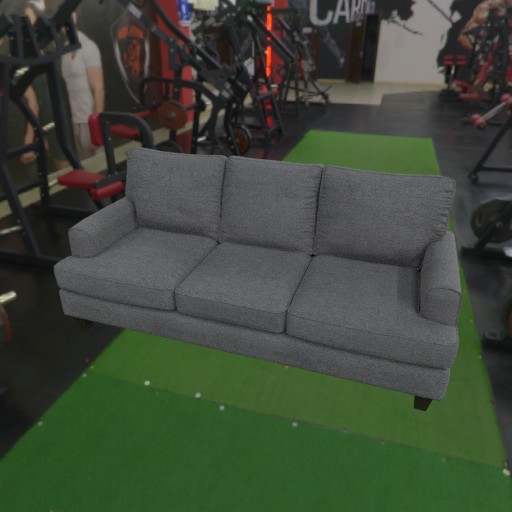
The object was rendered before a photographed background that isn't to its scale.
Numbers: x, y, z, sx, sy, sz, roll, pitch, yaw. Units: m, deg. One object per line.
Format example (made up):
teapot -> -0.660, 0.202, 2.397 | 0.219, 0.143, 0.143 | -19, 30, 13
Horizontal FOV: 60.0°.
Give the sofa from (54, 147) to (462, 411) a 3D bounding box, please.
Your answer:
sofa -> 0.000, 0.000, 2.567 | 2.158, 0.965, 0.951 | 9, 29, 17
